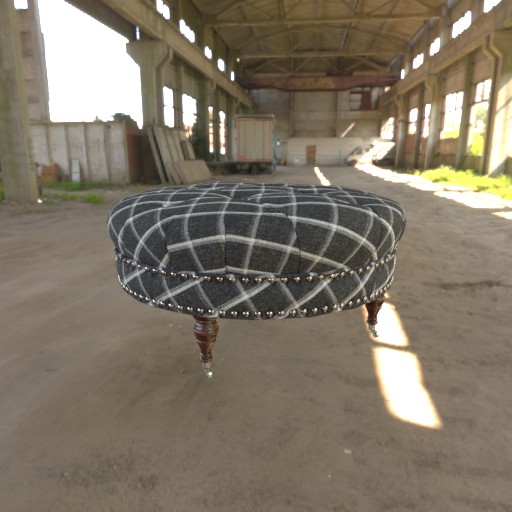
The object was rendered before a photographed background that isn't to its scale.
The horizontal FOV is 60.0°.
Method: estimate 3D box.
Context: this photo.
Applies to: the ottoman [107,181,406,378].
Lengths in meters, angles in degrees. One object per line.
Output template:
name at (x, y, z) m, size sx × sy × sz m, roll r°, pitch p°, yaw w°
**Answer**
ottoman at (0.000, 0.000, 1.416) m, size 0.901 × 0.439 × 0.901 m, roll 0°, pitch 14°, yaw 0°
